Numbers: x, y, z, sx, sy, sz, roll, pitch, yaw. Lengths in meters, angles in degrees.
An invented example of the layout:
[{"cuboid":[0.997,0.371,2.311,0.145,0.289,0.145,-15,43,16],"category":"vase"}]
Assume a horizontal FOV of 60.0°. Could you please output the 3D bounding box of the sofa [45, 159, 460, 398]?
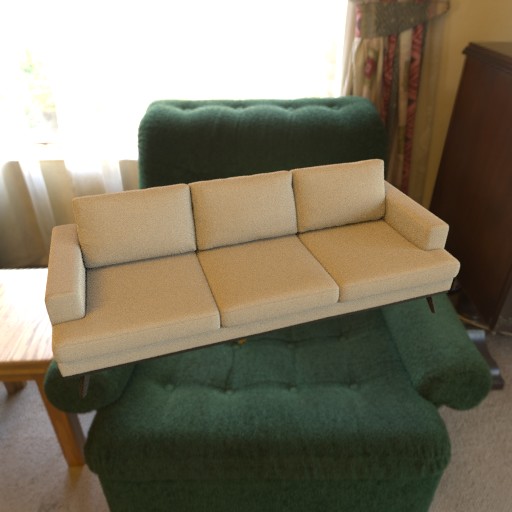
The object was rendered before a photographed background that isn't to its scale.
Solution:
[{"cuboid":[0.000,0.000,2.707,2.310,0.810,0.920,-10,34,-15],"category":"sofa"}]
